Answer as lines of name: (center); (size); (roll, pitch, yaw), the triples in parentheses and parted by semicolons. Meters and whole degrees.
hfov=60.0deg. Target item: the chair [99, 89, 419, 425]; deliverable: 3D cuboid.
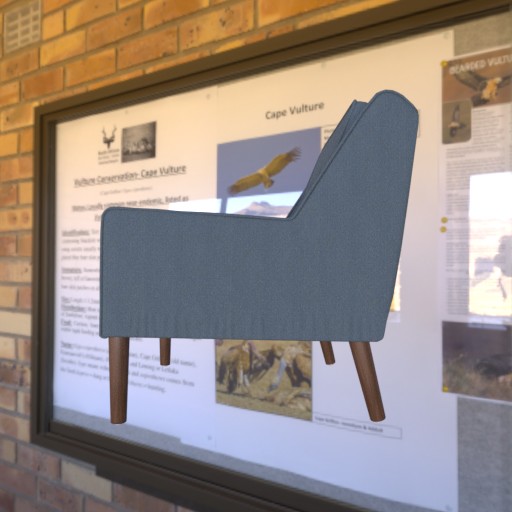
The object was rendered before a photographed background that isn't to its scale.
chair: (0.000, 0.000, 1.319); (0.733, 0.780, 0.663); (0, -1, -1)
